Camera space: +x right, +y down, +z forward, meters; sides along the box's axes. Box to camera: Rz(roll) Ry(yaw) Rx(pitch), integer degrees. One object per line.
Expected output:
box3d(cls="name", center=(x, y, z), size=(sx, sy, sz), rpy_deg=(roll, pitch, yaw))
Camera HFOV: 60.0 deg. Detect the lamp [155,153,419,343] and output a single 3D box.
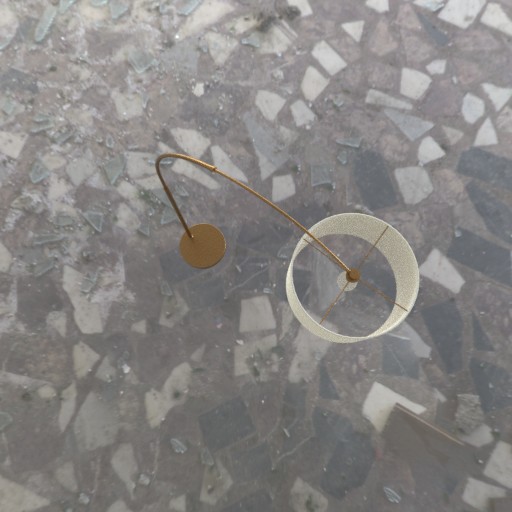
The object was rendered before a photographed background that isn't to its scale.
box3d(cls="lamp", center=(0.000, 0.000, 2.580), size=(1.434, 1.927, 0.493), rpy_deg=(36, 79, 8))
